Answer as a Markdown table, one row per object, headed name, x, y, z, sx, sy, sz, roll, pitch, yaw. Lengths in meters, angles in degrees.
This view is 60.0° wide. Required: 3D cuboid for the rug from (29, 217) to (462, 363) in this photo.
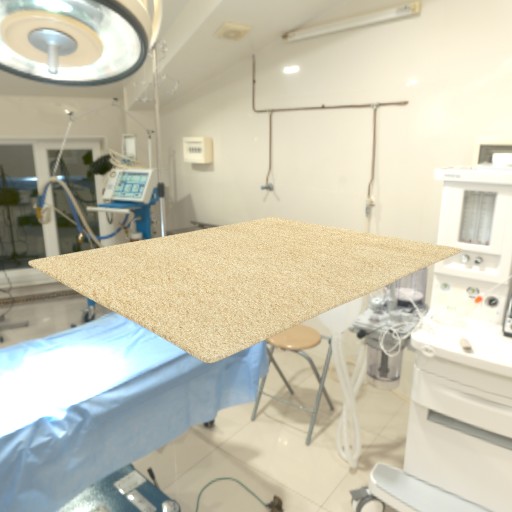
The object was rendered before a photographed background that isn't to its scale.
| name | x | y | z | sx | sy | sz | roll | pitch | yaw |
| --- | --- | --- | --- | --- | --- | --- | --- | --- | --- |
| rug | 0.000 | 0.000 | 3.878 | 3.001 | 0.025 | 2.401 | -14 | 21 | -43 |
